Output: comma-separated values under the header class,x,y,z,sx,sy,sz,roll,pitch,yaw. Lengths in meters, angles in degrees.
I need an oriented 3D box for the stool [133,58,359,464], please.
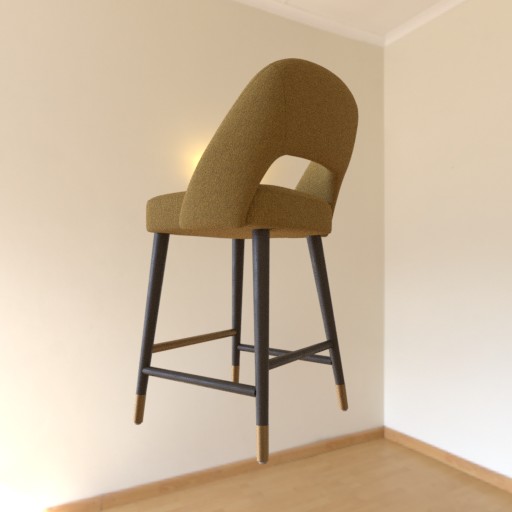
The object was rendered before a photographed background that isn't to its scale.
class,x,y,z,sx,sy,sz,roll,pitch,yaw
stool,0.000,0.000,1.278,0.522,0.939,0.536,-1,-1,35
